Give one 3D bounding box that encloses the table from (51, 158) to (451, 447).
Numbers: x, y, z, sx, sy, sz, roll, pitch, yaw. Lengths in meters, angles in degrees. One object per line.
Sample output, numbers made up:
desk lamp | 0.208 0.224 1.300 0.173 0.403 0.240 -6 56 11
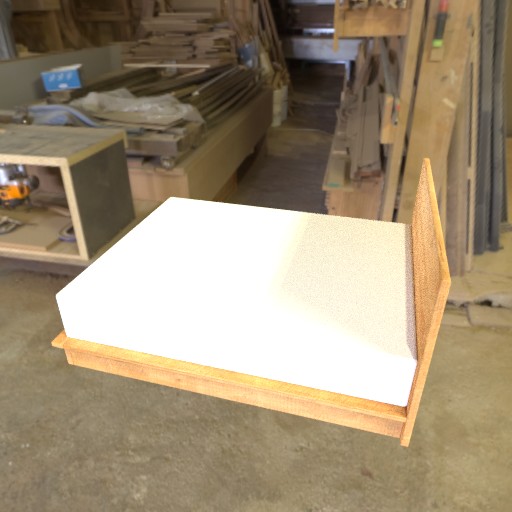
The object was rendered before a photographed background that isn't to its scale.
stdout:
table | 0.000 0.000 3.040 2.149 1.041 1.707 8 31 14
